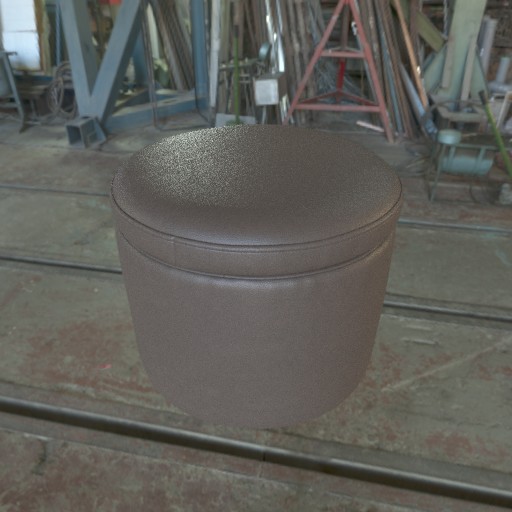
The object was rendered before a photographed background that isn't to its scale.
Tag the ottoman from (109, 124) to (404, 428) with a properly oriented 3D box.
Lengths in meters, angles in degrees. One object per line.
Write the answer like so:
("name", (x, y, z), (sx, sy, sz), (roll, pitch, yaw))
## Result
("ottoman", (0.000, 0.000, 0.861), (0.500, 0.409, 0.500), (0, 33, 0))
